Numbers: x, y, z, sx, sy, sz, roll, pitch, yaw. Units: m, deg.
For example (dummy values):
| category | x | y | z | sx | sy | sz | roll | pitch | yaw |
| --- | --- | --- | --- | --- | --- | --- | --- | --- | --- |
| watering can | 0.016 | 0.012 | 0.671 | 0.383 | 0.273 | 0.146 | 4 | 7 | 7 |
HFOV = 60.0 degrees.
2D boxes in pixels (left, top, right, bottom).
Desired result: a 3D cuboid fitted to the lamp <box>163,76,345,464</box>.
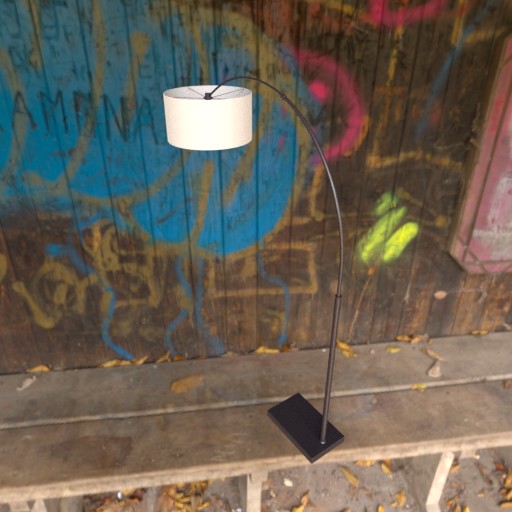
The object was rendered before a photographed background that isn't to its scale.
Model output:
| category | x | y | z | sx | sy | sz | roll | pitch | yaw |
| --- | --- | --- | --- | --- | --- | --- | --- | --- | --- |
| lamp | 0.000 | 0.000 | 2.567 | 0.493 | 1.927 | 1.424 | -19 | 34 | -30 |
